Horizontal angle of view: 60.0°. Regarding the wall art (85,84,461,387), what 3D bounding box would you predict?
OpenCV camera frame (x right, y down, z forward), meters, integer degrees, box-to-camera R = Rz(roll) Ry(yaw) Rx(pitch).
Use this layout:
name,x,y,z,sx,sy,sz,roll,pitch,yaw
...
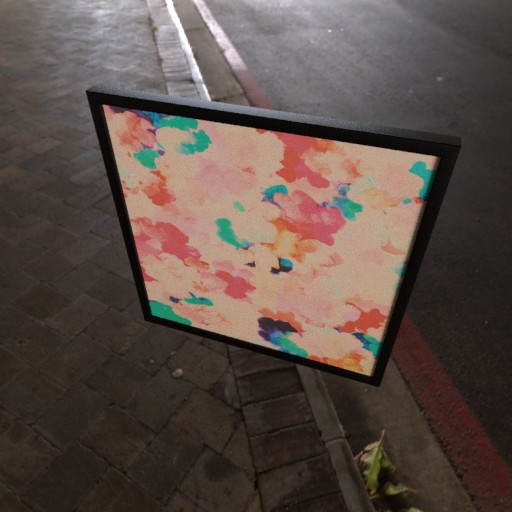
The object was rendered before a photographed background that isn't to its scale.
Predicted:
name,x,y,z,sx,sy,sz,roll,pitch,yaw
wall art,0.000,0.000,1.115,0.756,0.755,0.036,13,43,14
